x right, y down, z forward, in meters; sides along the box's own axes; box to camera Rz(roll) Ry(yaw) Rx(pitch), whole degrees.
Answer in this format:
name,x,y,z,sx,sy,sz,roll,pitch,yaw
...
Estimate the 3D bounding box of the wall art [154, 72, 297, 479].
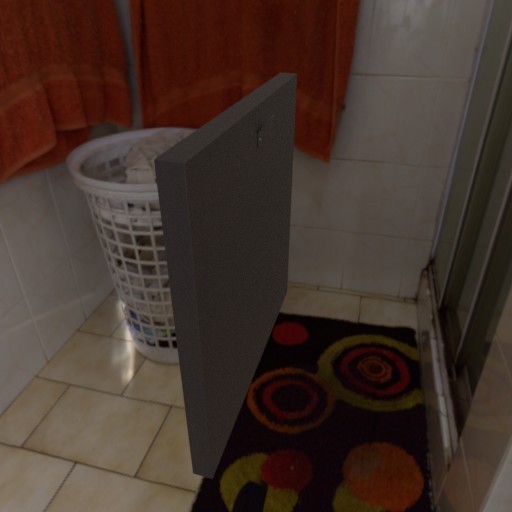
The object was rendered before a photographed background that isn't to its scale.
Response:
name,x,y,z,sx,sy,sz,roll,pitch,yaw
wall art,0.000,0.000,0.522,0.038,0.349,0.349,9,33,14
